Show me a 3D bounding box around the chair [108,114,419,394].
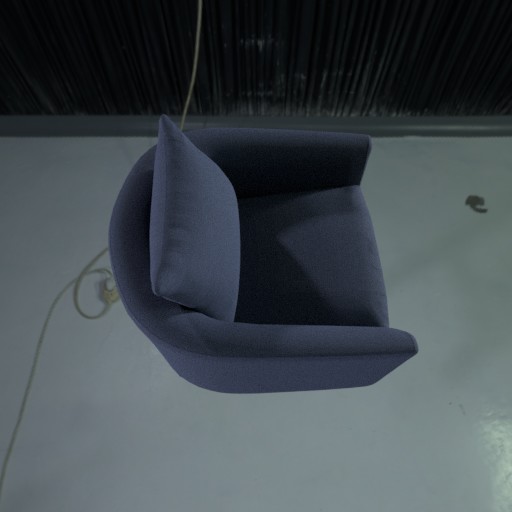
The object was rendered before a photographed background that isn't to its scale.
[{"bbox_3d":[0.000,0.000,1.583,0.910,0.848,0.845,-3,63,-1],"label":"chair"}]
